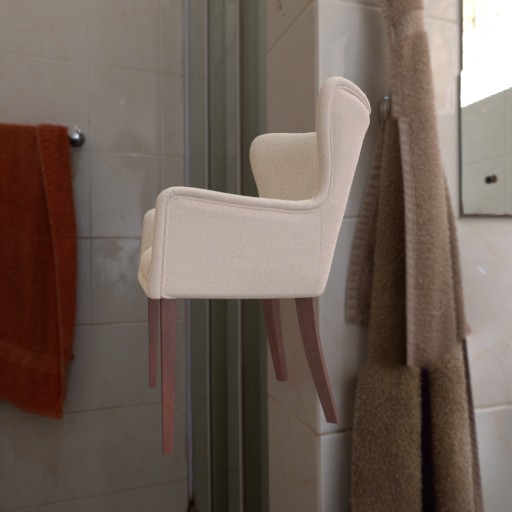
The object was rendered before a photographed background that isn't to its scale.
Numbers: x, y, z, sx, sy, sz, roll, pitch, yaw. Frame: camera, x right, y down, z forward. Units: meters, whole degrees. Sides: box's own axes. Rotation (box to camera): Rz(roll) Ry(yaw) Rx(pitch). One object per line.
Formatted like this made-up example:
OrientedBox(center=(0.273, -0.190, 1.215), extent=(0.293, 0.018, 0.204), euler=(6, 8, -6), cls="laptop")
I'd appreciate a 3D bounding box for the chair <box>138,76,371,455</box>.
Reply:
OrientedBox(center=(0.000, 0.000, 1.484), extent=(0.744, 0.990, 0.696), euler=(0, 1, -17), cls="chair")
